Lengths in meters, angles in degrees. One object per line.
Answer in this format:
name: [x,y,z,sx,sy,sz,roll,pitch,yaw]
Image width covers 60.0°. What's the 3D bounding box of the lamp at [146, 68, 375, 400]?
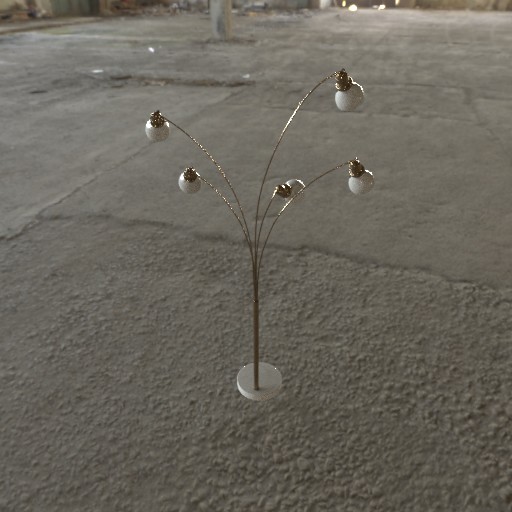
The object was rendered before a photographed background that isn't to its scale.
lamp: [0.000,0.000,2.991,1.405,2.423,0.361,9,32,14]
